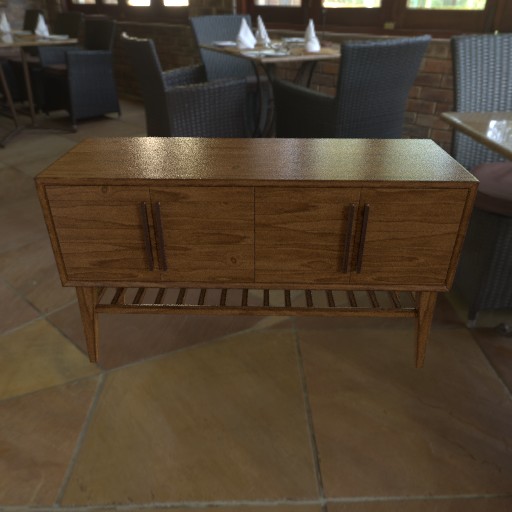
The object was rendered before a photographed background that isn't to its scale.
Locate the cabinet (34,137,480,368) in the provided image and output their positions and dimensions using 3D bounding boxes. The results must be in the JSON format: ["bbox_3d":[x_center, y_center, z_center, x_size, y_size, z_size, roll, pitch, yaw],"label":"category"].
[{"bbox_3d":[0.000,0.000,1.751,1.363,0.802,0.477,1,30,1],"label":"cabinet"}]
